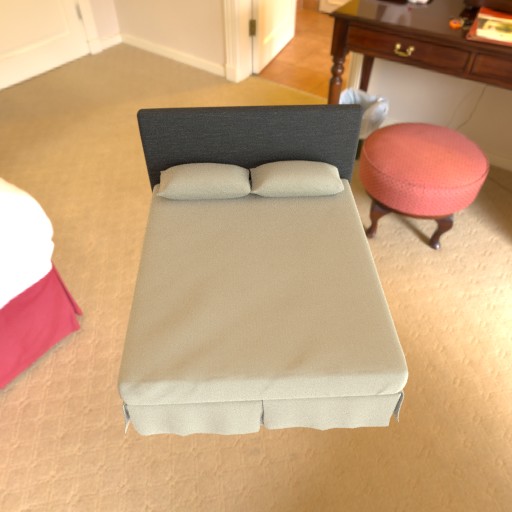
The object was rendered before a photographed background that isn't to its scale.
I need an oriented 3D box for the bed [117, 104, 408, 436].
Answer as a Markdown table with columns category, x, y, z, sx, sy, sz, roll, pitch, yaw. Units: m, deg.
| category | x | y | z | sx | sy | sz | roll | pitch | yaw |
| --- | --- | --- | --- | --- | --- | --- | --- | --- | --- |
| bed | 0.000 | 0.000 | 3.296 | 1.884 | 1.330 | 2.142 | -2 | 46 | -2 |
